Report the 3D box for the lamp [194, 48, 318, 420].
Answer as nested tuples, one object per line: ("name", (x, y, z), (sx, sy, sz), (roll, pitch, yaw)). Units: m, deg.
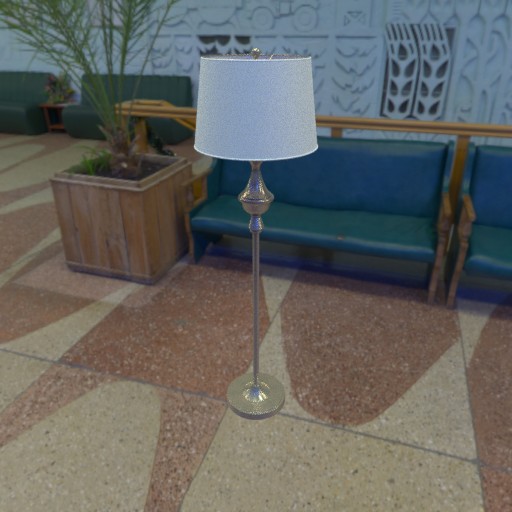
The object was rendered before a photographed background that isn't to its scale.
("lamp", (0.000, 0.000, 1.748), (0.431, 1.488, 0.431), (0, 27, 0))
